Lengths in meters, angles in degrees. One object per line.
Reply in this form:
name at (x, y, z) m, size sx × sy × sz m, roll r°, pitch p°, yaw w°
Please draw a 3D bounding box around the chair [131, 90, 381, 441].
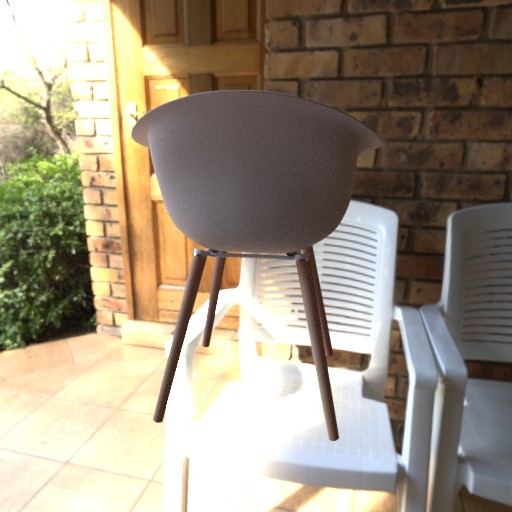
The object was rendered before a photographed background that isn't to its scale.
chair at (0.000, 0.000, 1.171) m, size 0.593 × 0.781 × 0.504 m, roll 2°, pitch 16°, yaw 9°
